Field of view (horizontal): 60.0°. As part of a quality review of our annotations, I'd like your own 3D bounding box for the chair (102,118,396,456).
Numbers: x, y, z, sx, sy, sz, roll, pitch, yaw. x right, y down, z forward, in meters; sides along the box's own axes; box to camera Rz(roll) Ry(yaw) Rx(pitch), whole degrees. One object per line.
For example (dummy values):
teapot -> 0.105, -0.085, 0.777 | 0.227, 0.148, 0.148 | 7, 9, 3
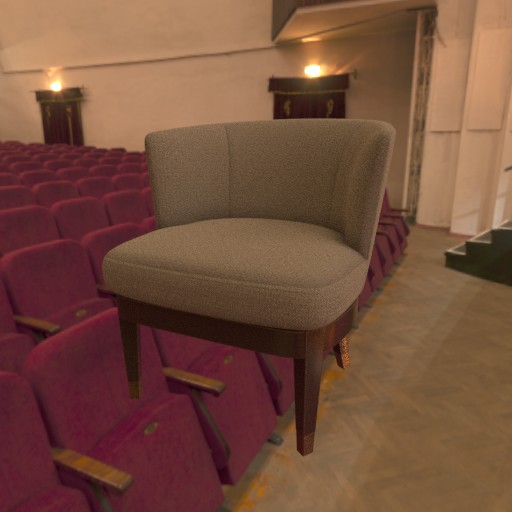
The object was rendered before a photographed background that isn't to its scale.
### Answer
chair -> 0.000, 0.000, 1.245 | 0.700, 0.760, 0.660 | 7, 16, 26
